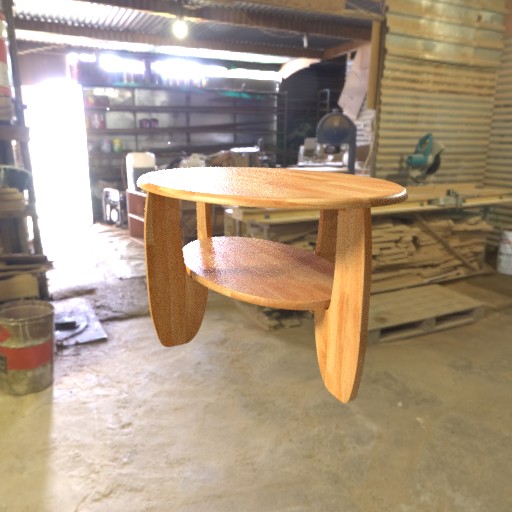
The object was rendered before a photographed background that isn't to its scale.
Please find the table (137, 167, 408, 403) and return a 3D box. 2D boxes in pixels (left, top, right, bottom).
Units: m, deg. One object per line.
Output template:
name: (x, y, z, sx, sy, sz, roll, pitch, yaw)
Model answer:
table: (0.000, 0.000, 1.399, 0.690, 0.490, 1.040, -8, 17, -26)
